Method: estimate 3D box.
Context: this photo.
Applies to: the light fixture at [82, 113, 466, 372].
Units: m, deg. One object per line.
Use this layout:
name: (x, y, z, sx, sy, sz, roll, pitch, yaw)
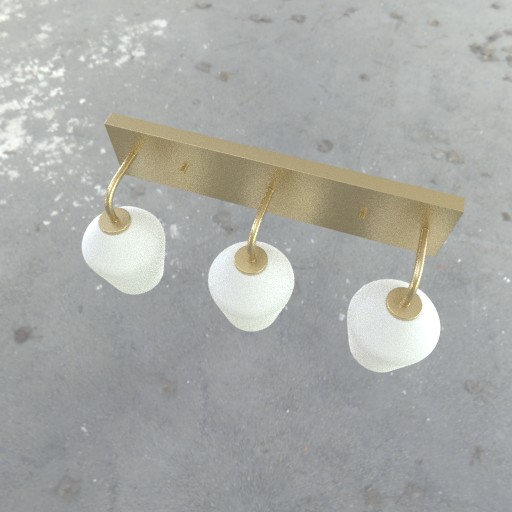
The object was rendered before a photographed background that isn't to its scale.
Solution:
light fixture: (0.000, 0.000, 0.714, 0.609, 0.280, 0.190, 16, 60, 10)
